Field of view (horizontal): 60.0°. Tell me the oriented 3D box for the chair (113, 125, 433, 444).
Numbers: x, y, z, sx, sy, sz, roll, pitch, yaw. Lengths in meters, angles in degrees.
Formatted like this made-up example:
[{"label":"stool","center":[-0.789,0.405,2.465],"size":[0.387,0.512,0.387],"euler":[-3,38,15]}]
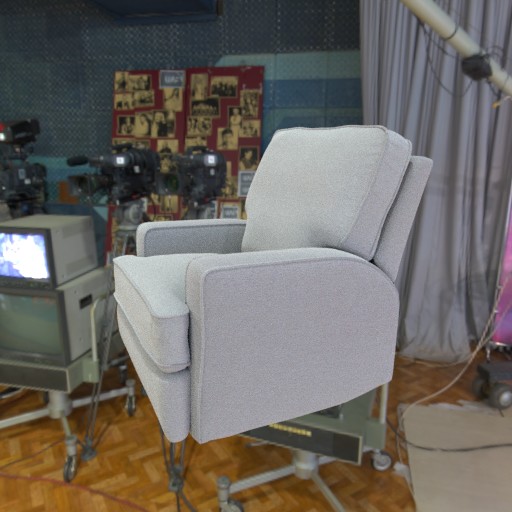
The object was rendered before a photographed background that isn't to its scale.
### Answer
[{"label":"chair","center":[0.000,0.000,1.678],"size":[0.969,0.964,0.861],"euler":[-6,15,-25]}]
